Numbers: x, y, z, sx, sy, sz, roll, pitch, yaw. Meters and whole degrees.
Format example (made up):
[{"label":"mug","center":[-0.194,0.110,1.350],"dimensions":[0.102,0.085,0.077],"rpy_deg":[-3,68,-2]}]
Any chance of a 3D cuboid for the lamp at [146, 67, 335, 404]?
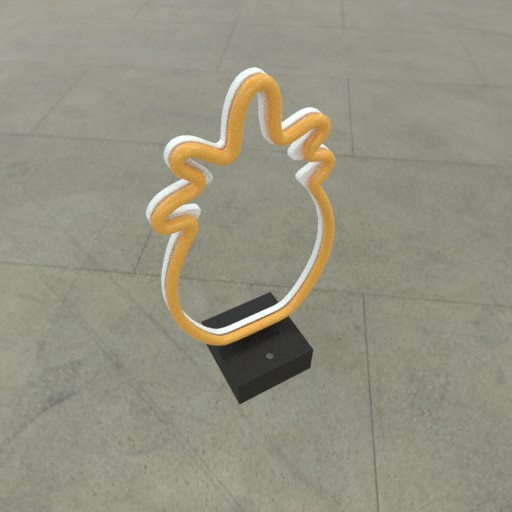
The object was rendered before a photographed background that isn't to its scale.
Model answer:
[{"label":"lamp","center":[0.000,0.000,0.385],"dimensions":[0.167,0.317,0.088],"rpy_deg":[-22,50,-20]}]
